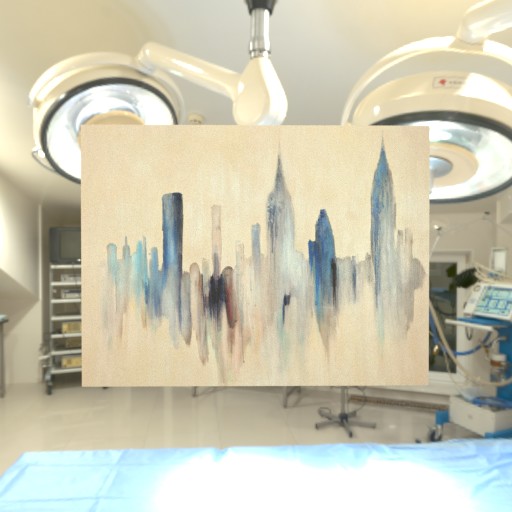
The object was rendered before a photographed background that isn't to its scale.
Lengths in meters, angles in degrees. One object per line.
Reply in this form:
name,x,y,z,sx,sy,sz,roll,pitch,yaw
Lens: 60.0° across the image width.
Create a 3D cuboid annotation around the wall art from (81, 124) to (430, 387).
wall art,0.000,0.000,1.313,1.016,0.762,0.038,0,1,-1
